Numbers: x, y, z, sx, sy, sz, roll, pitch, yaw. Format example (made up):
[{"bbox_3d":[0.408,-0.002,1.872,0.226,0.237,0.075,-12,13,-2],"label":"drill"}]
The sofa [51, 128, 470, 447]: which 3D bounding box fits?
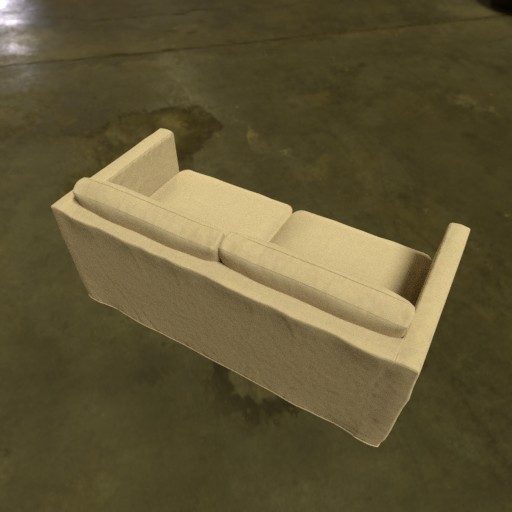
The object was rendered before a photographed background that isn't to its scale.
[{"bbox_3d":[0.000,0.000,2.436,1.959,0.835,0.962,22,50,20],"label":"sofa"}]
